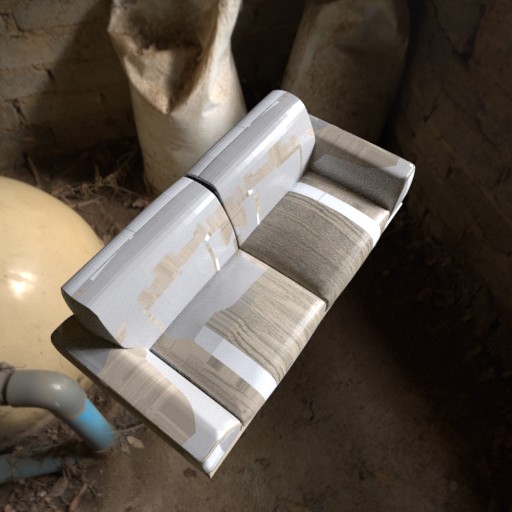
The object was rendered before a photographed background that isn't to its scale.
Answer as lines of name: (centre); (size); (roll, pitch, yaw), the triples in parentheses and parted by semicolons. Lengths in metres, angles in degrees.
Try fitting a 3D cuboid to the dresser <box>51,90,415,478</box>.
dresser: (0.000, 0.000, 5.663); (2.251, 1.863, 4.679); (32, 63, 18)
